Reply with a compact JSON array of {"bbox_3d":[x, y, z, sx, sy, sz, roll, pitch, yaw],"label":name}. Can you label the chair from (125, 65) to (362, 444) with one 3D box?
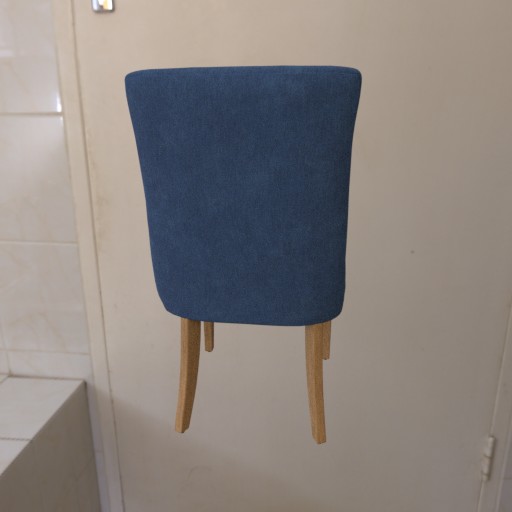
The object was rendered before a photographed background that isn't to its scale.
[{"bbox_3d":[0.000,0.000,1.225,0.495,0.902,0.609,2,16,7],"label":"chair"}]
